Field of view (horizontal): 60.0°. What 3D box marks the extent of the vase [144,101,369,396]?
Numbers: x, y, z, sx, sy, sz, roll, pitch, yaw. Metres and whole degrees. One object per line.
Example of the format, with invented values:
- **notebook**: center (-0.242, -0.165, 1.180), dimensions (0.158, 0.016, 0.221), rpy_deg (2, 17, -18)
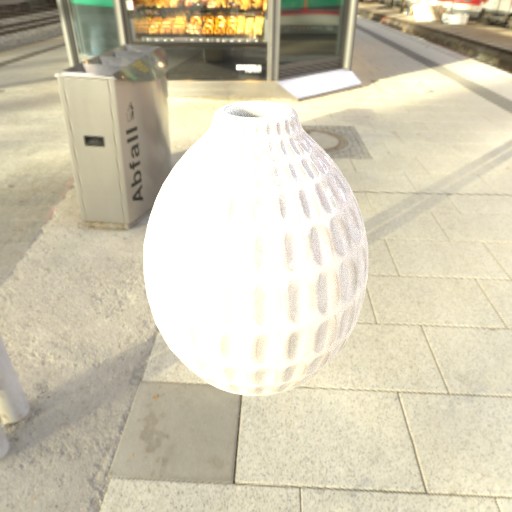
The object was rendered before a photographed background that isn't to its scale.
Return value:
- **vase**: center (0.000, 0.000, 0.257), dimensions (0.128, 0.167, 0.128), rpy_deg (0, 32, 0)
